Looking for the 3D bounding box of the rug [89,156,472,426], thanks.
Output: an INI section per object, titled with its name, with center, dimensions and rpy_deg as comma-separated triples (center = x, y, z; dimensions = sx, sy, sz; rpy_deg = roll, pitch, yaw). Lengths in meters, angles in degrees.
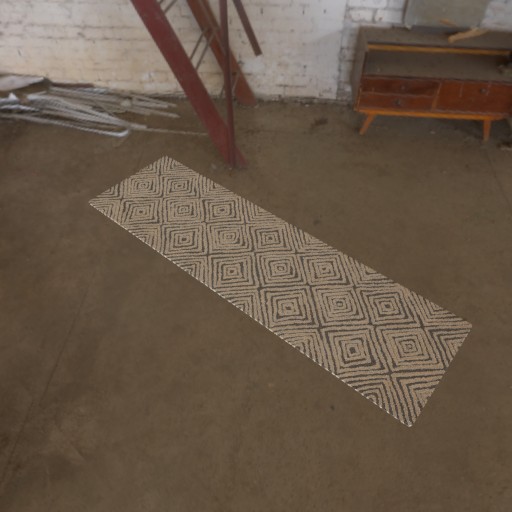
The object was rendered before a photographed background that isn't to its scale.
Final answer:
[rug]
center = 0.000, 0.000, 2.547
dimensions = 2.277, 0.008, 0.676
rpy_deg = 32, 55, 26
